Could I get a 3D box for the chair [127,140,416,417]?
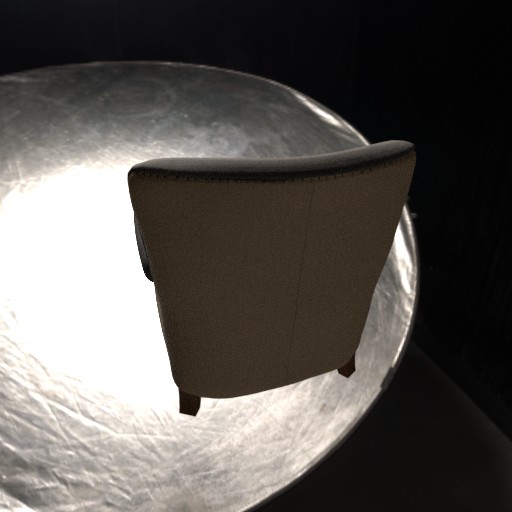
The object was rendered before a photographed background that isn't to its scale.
[{"bbox_3d":[0.000,0.000,1.659,0.861,0.936,0.921,-8,28,-16],"label":"chair"}]
